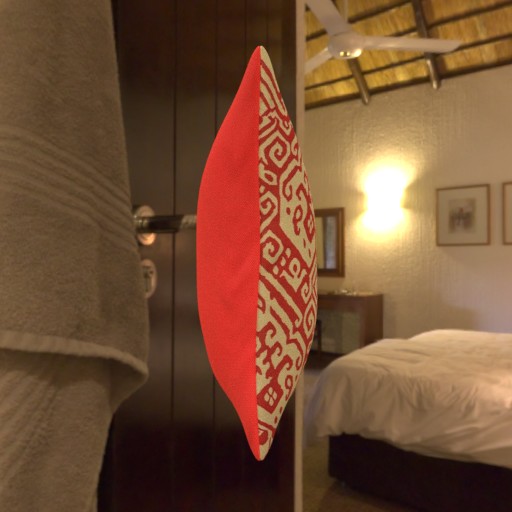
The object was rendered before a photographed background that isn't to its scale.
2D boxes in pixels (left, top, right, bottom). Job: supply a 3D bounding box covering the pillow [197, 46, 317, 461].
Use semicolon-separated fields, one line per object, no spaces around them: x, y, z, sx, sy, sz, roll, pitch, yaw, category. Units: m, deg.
0.000;0.000;0.788;0.192;0.507;0.522;0;-1;-1;pillow
